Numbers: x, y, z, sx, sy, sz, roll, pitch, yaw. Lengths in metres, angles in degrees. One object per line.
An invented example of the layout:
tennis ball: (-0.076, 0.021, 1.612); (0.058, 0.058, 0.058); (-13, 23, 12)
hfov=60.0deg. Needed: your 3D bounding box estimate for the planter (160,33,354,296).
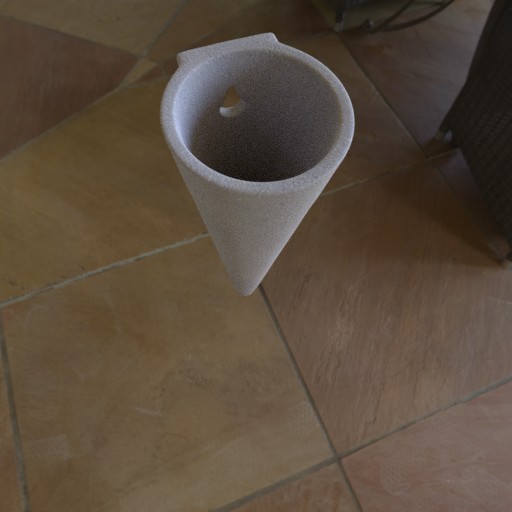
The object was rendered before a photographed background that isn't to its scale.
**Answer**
planter: (0.000, 0.000, 0.294); (0.078, 0.259, 0.087); (-17, 64, -9)
